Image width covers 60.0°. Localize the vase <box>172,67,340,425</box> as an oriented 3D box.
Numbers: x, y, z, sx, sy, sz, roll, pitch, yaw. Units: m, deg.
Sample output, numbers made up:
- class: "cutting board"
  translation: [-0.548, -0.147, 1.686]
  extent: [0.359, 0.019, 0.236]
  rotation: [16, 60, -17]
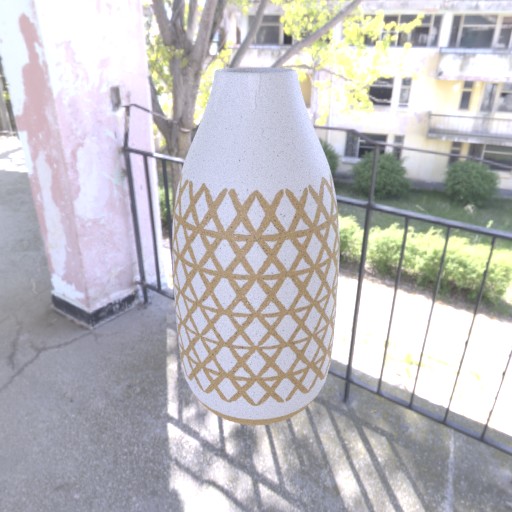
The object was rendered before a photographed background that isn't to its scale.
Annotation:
- class: "vase"
  translation: [0.000, 0.000, 0.490]
  extent: [0.186, 0.380, 0.186]
  rotation: [0, 26, 0]
